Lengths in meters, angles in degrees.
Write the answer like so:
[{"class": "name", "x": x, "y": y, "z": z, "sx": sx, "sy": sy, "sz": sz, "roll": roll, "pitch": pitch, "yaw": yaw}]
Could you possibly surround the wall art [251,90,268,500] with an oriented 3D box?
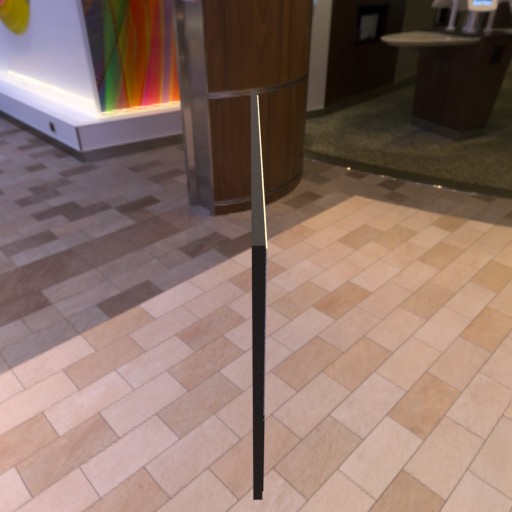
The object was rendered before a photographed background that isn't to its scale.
[{"class": "wall art", "x": 0.000, "y": 0.000, "z": 1.482, "sx": 0.028, "sy": 0.805, "sz": 1.190, "roll": 0, "pitch": 33, "yaw": -1}]
